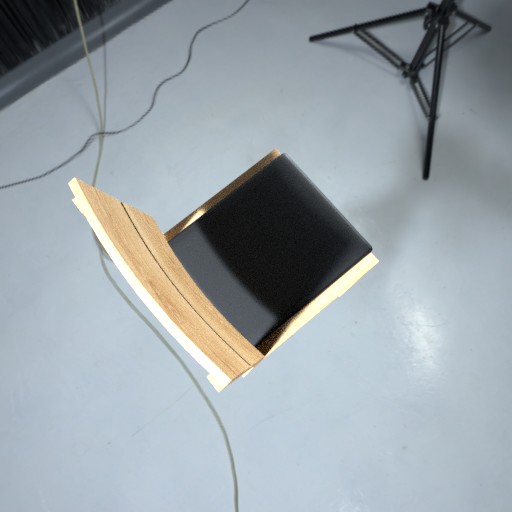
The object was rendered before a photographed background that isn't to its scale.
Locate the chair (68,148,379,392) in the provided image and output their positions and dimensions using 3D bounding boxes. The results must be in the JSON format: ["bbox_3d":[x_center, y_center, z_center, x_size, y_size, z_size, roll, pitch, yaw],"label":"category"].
[{"bbox_3d":[0.000,0.000,1.285,0.569,0.950,0.475,-38,79,-9],"label":"chair"}]
